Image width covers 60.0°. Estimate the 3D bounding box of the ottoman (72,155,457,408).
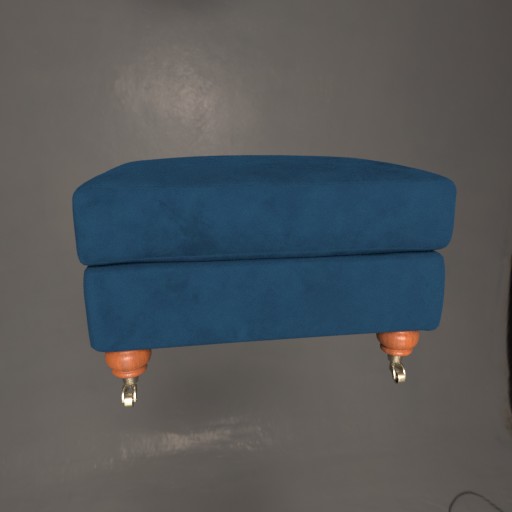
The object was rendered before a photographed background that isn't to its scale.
[{"bbox_3d":[0.000,0.000,1.148,0.773,0.503,0.572,-2,16,-9],"label":"ottoman"}]
